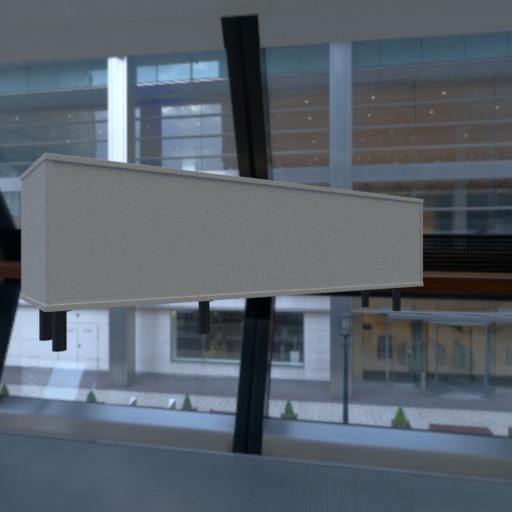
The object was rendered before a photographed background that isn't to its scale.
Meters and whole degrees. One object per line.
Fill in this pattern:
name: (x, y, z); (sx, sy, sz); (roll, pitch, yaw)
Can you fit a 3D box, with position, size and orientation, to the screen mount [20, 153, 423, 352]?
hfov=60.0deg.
screen mount: (0.000, 0.000, 1.745); (1.600, 0.520, 0.418); (0, 0, -36)
